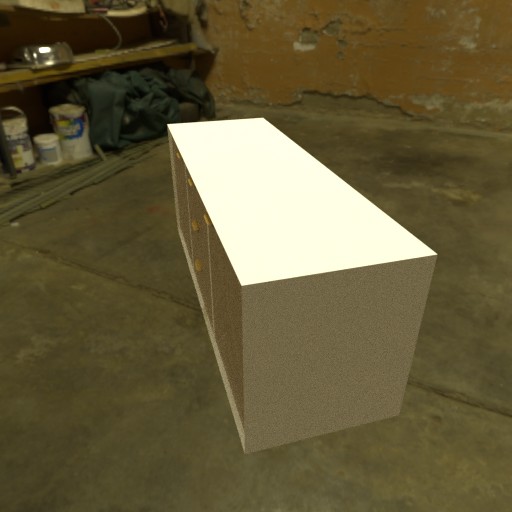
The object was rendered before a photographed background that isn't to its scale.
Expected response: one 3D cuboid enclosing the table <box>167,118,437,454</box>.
[{"bbox_3d":[0.000,0.000,1.857,0.508,0.769,1.500,-8,31,-14],"label":"table"}]
